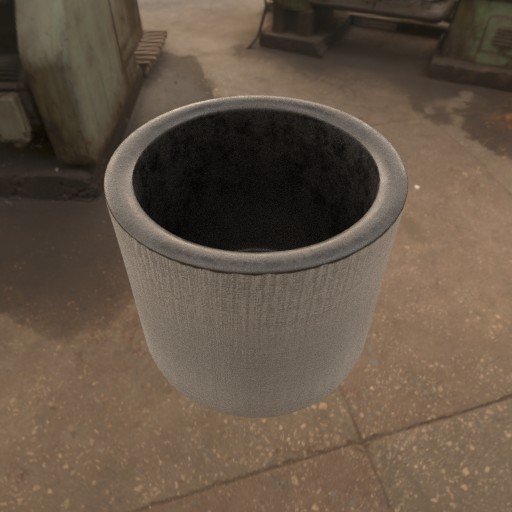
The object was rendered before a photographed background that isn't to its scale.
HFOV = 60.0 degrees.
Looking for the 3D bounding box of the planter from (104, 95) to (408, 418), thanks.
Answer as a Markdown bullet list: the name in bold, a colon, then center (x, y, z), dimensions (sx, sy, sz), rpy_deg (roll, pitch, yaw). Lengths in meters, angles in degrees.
- **planter**: center (0.000, 0.000, 0.223), dimensions (0.125, 0.112, 0.125), rpy_deg (0, 46, 0)
